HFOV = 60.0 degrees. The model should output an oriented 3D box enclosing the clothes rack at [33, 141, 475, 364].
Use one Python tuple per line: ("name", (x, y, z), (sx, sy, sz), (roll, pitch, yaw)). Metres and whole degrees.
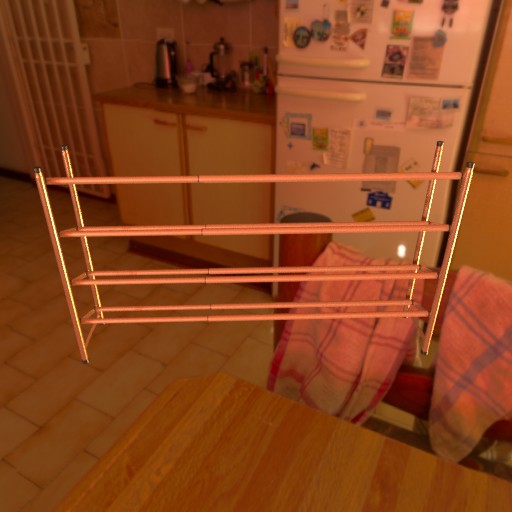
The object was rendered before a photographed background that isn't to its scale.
("clothes rack", (0.000, 0.000, 1.422), (1.168, 0.672, 0.229), (-1, 30, -2))
